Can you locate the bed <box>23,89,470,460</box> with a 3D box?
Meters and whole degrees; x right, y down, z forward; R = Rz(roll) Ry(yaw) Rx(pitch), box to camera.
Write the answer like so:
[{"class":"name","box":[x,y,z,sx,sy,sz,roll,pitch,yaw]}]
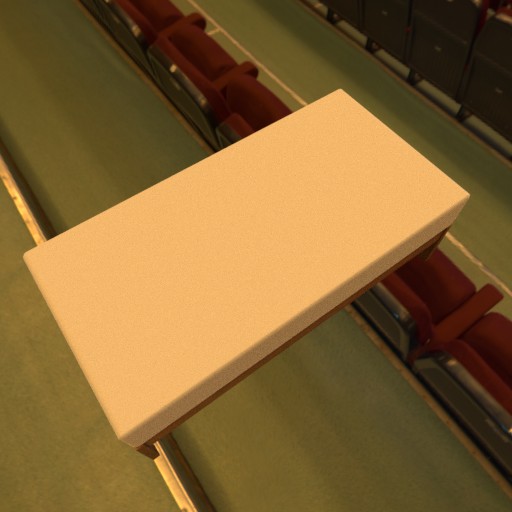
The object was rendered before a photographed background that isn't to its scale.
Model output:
[{"class":"bed","box":[0.000,0.000,2.320,1.902,0.616,0.961,-32,65,-17]}]
